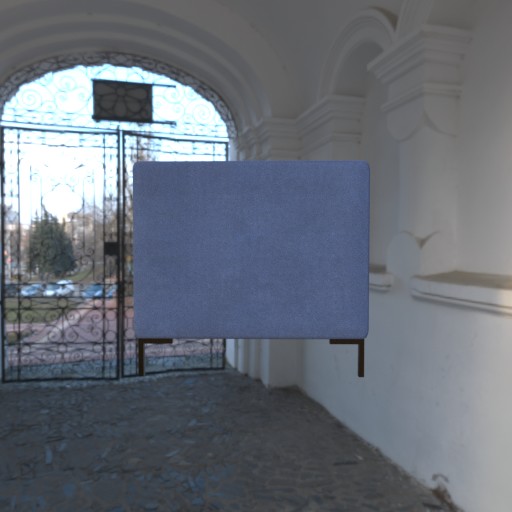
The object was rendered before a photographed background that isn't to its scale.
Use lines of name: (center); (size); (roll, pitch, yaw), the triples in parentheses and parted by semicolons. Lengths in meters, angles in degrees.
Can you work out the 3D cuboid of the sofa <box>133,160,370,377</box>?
sofa: (0.000, 0.000, 2.252); (0.686, 0.635, 1.981); (0, 2, 1)
